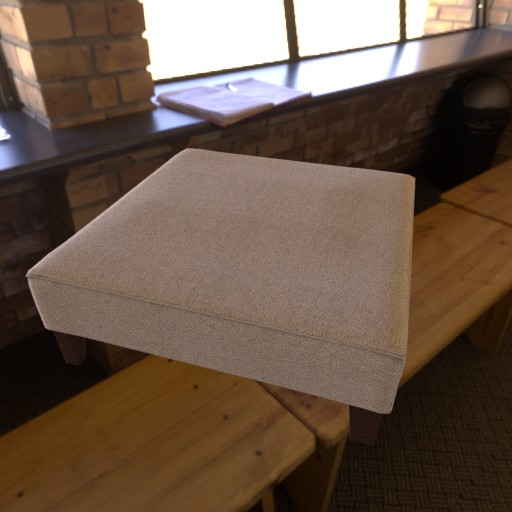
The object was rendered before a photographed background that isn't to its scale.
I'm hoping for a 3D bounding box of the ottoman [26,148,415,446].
[{"bbox_3d":[0.000,0.000,1.498,0.973,0.381,0.982,10,35,15],"label":"ottoman"}]
